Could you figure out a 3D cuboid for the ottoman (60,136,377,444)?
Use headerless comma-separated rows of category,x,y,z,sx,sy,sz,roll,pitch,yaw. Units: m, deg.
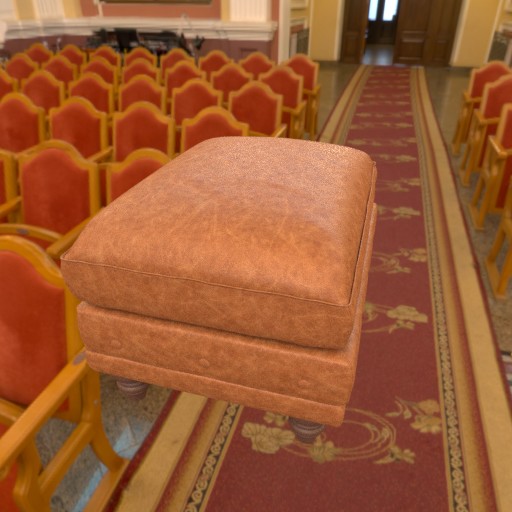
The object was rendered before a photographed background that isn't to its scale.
ottoman,0.000,0.000,1.067,0.533,0.480,0.710,8,31,14
